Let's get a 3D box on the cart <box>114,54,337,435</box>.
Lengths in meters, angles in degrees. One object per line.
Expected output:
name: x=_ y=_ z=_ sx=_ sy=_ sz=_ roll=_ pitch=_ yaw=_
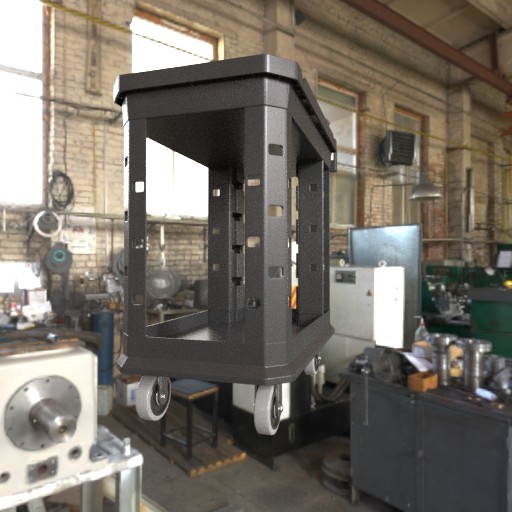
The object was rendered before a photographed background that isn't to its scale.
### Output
cart: x=0.000 y=0.000 z=1.537 sx=0.497 sy=0.884 sz=1.061 roll=0 pitch=-1 yaw=17
